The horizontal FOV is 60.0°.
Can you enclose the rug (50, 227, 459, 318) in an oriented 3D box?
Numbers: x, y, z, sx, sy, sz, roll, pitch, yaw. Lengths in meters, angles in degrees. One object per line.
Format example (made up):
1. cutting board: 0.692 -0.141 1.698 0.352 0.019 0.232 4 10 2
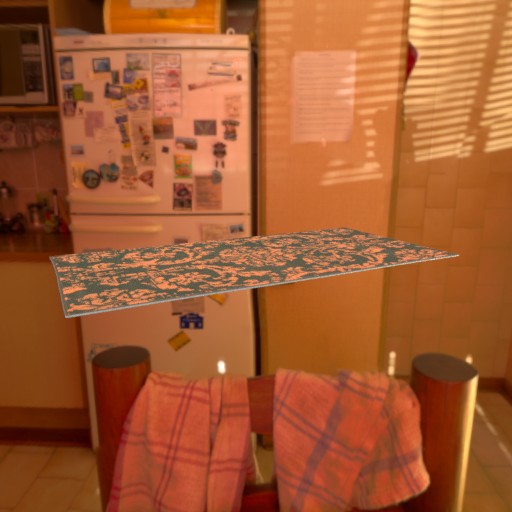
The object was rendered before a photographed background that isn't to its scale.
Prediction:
1. rug: 0.000 0.000 1.466 1.219 0.007 0.604 -7 15 -27
